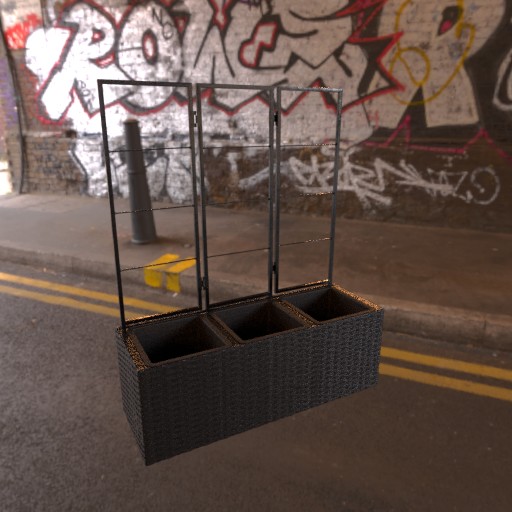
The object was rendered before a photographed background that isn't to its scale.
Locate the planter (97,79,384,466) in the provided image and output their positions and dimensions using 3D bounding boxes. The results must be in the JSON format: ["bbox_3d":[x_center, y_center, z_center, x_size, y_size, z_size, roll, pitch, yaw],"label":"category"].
[{"bbox_3d":[0.000,0.000,1.144,0.698,0.841,0.244,-9,19,-27],"label":"planter"}]
